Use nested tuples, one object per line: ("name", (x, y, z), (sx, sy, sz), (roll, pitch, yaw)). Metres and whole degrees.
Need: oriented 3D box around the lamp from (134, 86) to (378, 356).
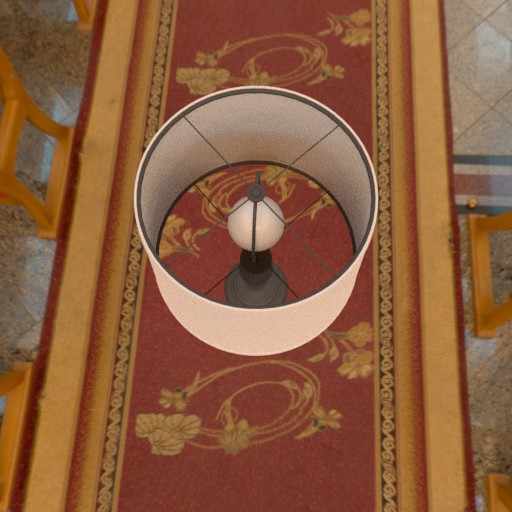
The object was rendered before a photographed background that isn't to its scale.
("lamp", (0.000, 0.000, 0.699), (0.310, 0.501, 0.310), (0, 74, 0))
